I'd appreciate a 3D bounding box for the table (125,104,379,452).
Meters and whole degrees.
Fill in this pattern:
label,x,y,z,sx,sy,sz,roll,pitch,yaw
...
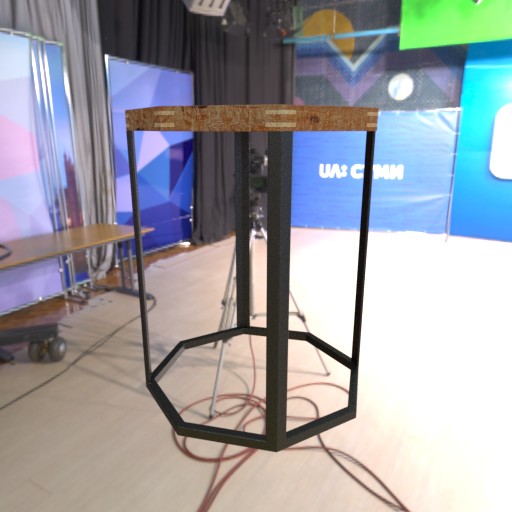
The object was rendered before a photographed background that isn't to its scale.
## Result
label,x,y,z,sx,sy,sz,roll,pitch,yaw
table,0.000,0.000,0.872,0.458,0.543,0.458,-2,16,-8
